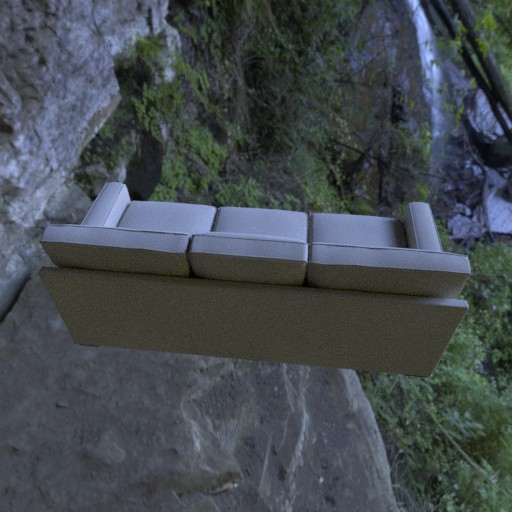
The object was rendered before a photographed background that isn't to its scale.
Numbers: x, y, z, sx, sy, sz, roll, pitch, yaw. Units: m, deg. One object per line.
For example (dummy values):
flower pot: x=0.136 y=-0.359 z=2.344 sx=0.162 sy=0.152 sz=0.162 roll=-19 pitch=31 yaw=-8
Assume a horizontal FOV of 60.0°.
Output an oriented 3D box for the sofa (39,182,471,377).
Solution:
sofa: x=0.000 y=0.000 z=2.612 sx=2.088 sy=0.862 sz=0.935 roll=4 pitch=46 yaw=4
